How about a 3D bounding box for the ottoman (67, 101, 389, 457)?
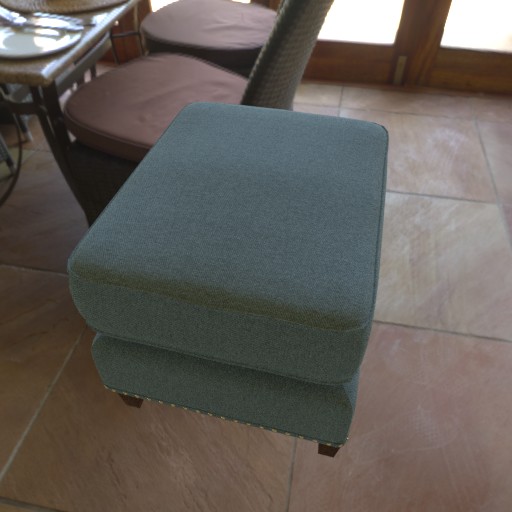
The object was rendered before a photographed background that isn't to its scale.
[{"bbox_3d":[0.000,0.000,1.133,0.589,0.537,0.738,10,46,10],"label":"ottoman"}]
